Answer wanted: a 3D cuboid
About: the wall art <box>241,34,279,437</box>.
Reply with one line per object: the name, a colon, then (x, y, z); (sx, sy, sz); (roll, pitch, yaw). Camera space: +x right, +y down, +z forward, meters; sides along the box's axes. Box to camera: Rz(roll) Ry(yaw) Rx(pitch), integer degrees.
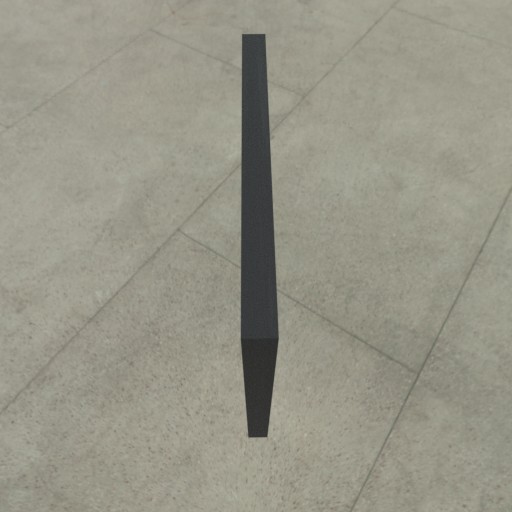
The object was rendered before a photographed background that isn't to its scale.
wall art: (0.000, 0.000, 0.778); (0.037, 0.507, 0.509); (-1, 58, 0)
